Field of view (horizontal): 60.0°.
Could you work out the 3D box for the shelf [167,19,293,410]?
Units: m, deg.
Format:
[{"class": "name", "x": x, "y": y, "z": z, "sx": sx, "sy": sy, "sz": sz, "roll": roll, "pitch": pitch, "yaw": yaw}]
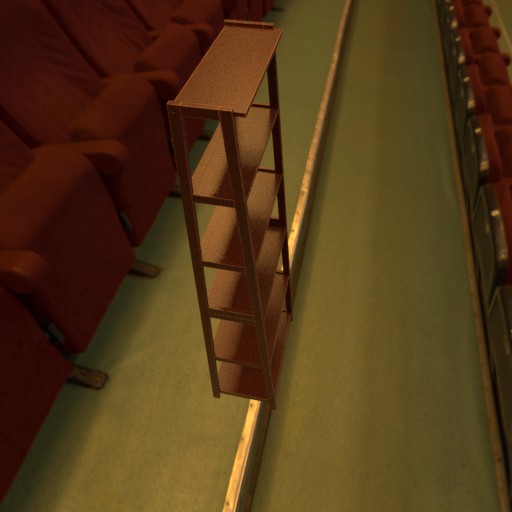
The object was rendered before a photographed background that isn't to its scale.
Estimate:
[{"class": "shelf", "x": 0.000, "y": 0.000, "z": 2.149, "sx": 0.381, "sy": 1.892, "sz": 0.660, "roll": 9, "pitch": 48, "yaw": 8}]
